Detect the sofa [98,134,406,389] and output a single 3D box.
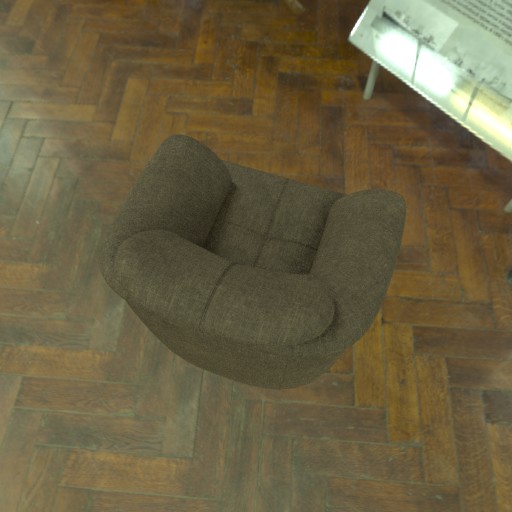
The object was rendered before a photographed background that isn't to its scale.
[{"bbox_3d":[0.000,0.000,1.514,0.870,0.811,0.794,17,65,8],"label":"sofa"}]
